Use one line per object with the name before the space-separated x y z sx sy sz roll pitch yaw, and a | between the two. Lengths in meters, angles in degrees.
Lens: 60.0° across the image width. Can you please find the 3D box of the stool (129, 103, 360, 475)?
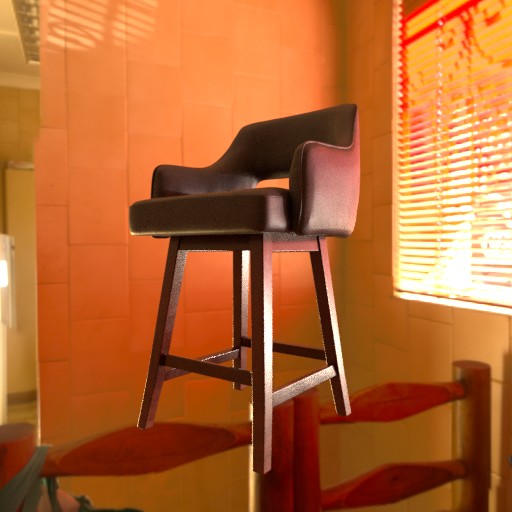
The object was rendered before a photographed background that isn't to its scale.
stool | 0.000 0.000 1.274 0.550 0.936 0.560 1 1 37
